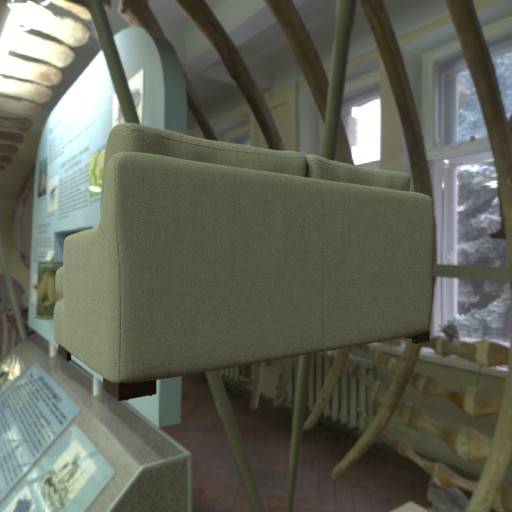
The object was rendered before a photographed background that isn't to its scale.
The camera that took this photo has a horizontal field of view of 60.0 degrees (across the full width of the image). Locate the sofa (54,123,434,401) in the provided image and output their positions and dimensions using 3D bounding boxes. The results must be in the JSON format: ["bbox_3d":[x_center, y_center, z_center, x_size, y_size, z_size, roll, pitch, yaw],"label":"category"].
[{"bbox_3d":[0.000,0.000,2.363,1.855,0.980,0.962,0,0,-36],"label":"sofa"}]
